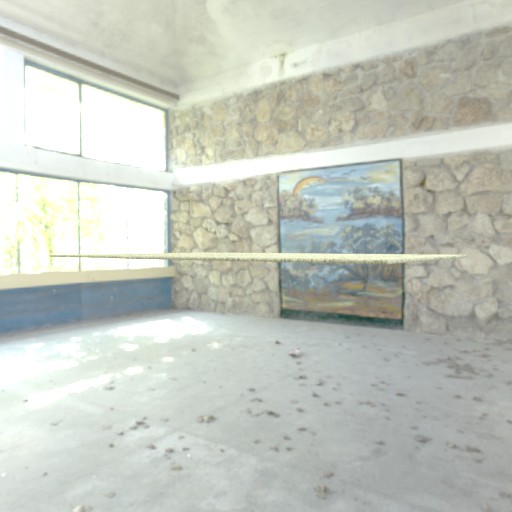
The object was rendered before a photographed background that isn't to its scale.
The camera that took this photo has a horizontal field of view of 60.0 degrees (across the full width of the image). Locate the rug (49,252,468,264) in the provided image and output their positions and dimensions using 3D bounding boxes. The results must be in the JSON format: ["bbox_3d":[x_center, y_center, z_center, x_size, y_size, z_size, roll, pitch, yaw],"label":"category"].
[{"bbox_3d":[0.000,0.000,2.342,1.846,0.014,1.243,1,1,36],"label":"rug"}]
